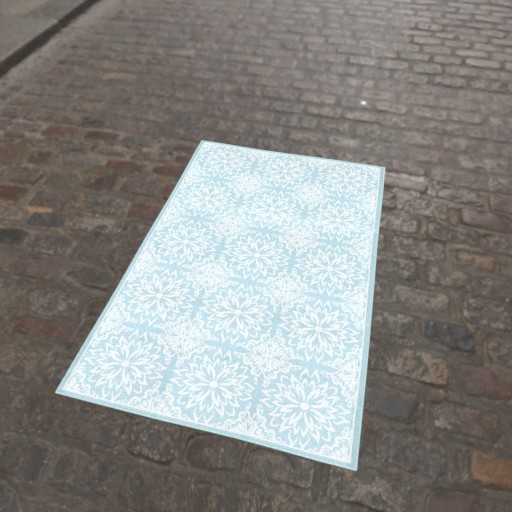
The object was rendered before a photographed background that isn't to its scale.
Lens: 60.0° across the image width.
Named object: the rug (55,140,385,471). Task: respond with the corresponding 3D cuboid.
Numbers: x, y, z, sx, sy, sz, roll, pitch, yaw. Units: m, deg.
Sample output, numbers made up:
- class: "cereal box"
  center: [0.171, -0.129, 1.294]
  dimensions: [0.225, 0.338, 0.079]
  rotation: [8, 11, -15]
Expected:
- class: "rug"
  center: [0.000, 0.000, 2.290]
  dimensions: [1.219, 0.012, 1.840]
  rotation: [11, 49, 9]
